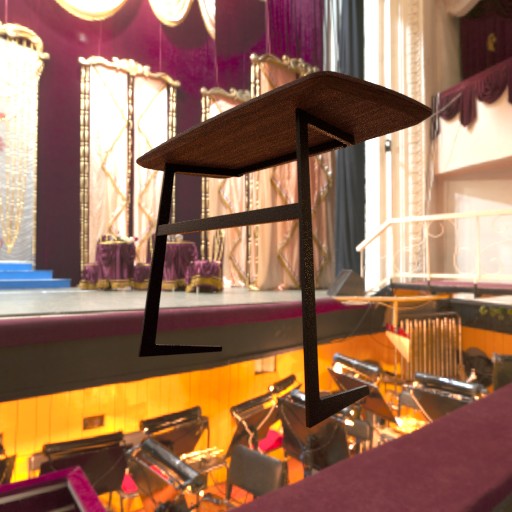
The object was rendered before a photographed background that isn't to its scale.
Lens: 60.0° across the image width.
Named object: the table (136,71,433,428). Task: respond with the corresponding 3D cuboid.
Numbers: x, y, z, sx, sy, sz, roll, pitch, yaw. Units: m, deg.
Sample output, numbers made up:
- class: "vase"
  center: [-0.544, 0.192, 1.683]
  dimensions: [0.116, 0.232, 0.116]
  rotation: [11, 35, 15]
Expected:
- class: "table"
  center: [0.000, 0.000, 1.100]
  dimensions: [0.361, 0.576, 0.804]
  rotation: [1, -2, -37]
